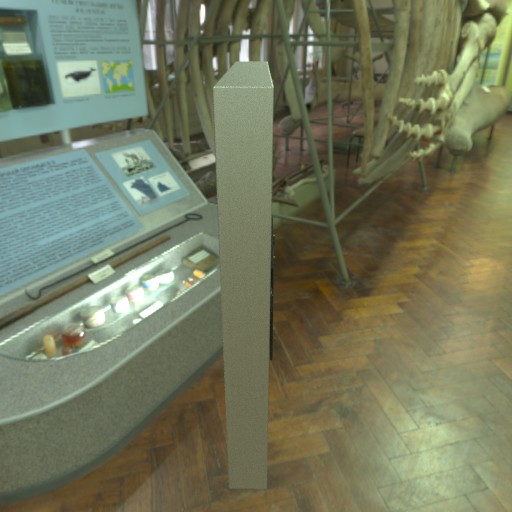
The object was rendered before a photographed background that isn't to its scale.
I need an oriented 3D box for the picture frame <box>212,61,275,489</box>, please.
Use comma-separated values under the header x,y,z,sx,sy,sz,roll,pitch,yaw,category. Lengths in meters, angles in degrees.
x,y,z,sx,sy,sz,roll,pitch,yaw,category
0.000,0.000,0.268,0.028,0.208,0.157,0,27,0,picture frame
